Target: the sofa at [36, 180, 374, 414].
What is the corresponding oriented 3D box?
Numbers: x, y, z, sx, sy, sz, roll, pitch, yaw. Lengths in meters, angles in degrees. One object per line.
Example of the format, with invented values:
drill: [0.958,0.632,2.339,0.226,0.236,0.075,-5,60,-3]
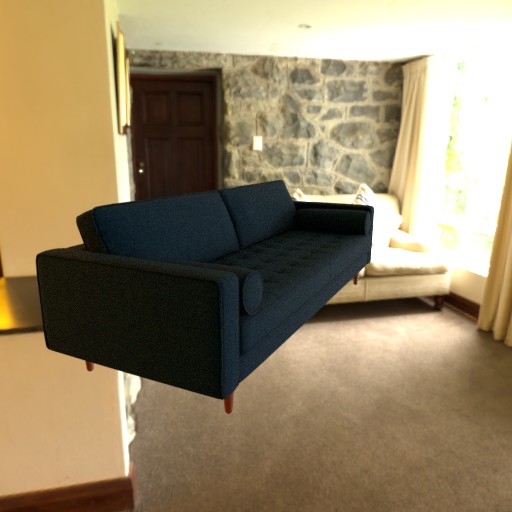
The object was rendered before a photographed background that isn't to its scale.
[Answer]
sofa: [0.000,0.000,2.591,0.914,0.762,2.210,7,15,26]
